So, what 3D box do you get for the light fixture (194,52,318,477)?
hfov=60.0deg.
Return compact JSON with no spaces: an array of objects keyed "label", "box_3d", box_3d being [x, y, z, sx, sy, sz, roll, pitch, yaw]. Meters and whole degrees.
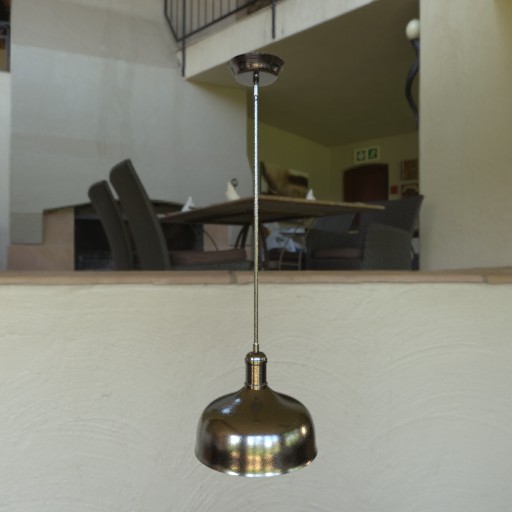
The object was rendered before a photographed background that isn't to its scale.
[{"label":"light fixture","box_3d":[0.000,0.000,1.087,0.299,0.935,0.299,0,0,-1]}]
